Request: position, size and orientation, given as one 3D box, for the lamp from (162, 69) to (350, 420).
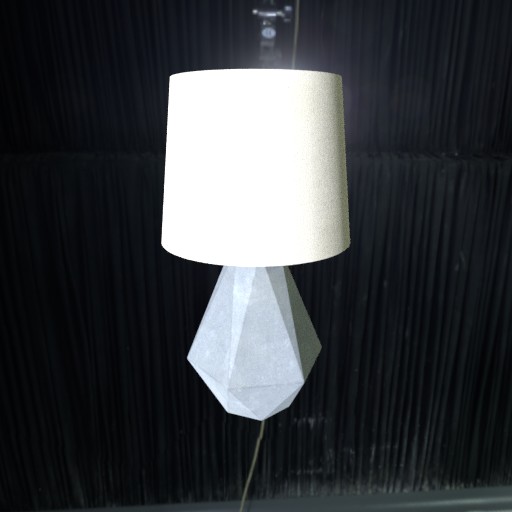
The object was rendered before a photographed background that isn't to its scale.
[{"bbox_3d":[0.000,0.000,0.671,0.276,0.501,0.276,0,17,0],"label":"lamp"}]
